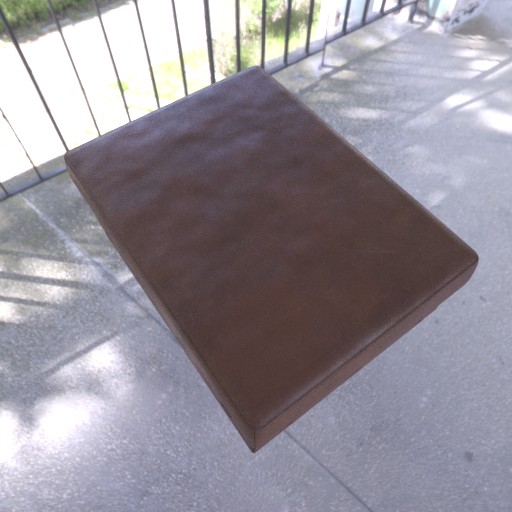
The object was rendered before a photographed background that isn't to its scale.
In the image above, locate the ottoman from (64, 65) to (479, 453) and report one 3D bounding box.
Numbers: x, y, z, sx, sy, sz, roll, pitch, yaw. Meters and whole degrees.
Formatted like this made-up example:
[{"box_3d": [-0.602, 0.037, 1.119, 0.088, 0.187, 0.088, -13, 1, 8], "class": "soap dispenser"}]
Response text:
[{"box_3d": [0.000, 0.000, 1.166, 0.588, 0.509, 0.795, -32, 64, -18], "class": "ottoman"}]
